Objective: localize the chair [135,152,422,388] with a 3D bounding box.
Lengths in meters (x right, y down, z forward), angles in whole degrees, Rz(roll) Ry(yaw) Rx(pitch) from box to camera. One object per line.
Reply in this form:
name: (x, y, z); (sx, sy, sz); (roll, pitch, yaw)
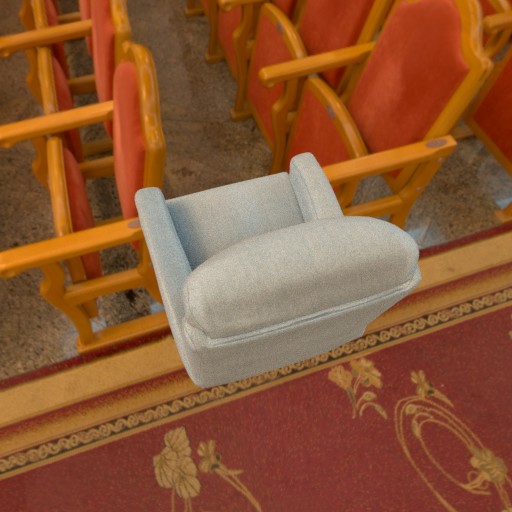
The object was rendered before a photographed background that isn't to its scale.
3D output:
chair: (0.000, 0.000, 1.663); (0.794, 1.016, 0.940); (-15, 58, -10)
